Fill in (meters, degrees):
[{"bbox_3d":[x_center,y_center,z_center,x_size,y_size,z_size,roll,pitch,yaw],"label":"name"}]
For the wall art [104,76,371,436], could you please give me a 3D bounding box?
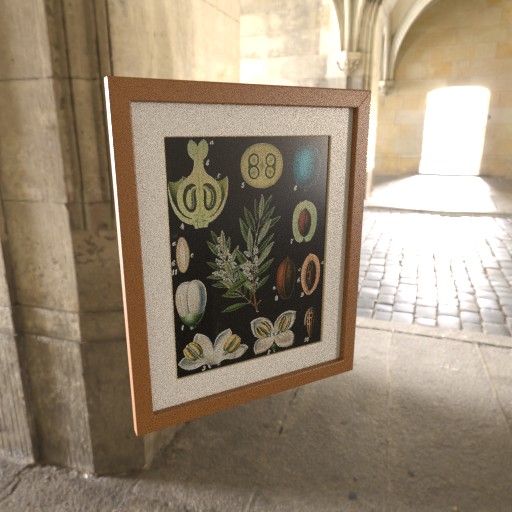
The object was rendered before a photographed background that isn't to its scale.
[{"bbox_3d":[0.000,0.000,0.758,0.449,0.550,0.021,-8,18,-27],"label":"wall art"}]
